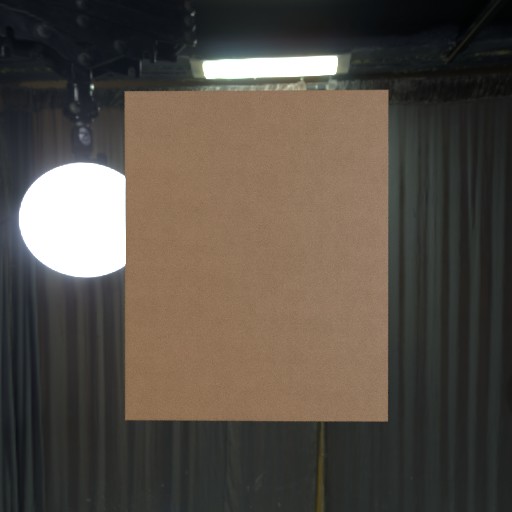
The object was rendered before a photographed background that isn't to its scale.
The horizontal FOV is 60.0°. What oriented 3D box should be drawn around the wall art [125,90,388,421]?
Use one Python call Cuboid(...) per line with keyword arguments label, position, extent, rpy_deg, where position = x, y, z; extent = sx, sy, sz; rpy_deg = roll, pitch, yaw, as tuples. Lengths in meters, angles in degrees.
Cuboid(label="wall art", position=(0.000, 0.000, 1.359), extent=(0.798, 1.002, 0.030), rpy_deg=(0, 0, 1))
